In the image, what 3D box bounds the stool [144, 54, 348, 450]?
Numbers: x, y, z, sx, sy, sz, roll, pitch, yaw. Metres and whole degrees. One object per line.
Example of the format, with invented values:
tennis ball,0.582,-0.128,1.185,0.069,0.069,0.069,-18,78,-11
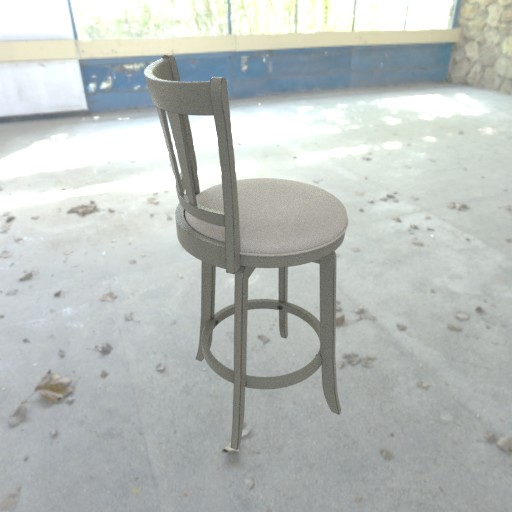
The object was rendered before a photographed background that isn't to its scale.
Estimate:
stool,0.000,0.000,1.228,0.486,0.994,0.450,-11,32,-19
